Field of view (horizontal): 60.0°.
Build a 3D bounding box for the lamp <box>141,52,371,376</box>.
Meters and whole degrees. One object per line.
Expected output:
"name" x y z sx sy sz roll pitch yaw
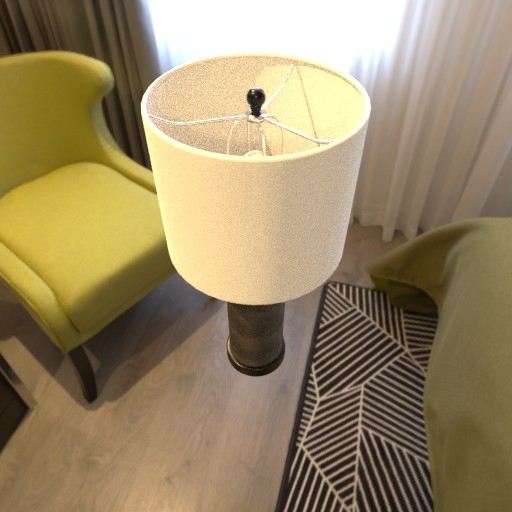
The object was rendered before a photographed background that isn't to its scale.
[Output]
"lamp" 0.000 0.000 0.814 0.305 0.634 0.305 -11 47 -11
